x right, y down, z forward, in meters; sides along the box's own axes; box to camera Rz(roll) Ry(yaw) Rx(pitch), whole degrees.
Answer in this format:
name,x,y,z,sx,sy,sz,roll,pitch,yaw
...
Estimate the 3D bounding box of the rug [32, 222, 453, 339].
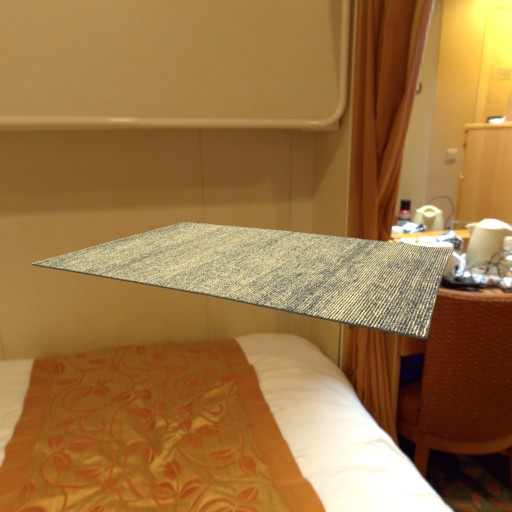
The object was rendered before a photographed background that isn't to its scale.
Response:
name,x,y,z,sx,sy,sz,roll,pitch,yaw
rug,0.000,0.000,2.965,2.349,0.030,1.624,8,17,26
